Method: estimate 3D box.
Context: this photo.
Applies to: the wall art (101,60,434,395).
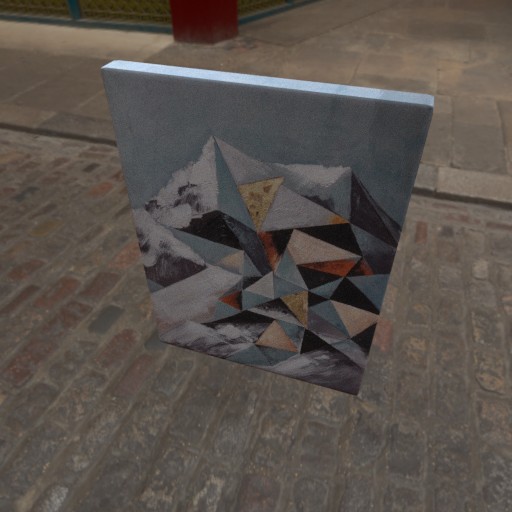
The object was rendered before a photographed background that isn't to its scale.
[{"bbox_3d":[0.000,0.000,0.786,0.455,0.613,0.037,12,42,14],"label":"wall art"}]
